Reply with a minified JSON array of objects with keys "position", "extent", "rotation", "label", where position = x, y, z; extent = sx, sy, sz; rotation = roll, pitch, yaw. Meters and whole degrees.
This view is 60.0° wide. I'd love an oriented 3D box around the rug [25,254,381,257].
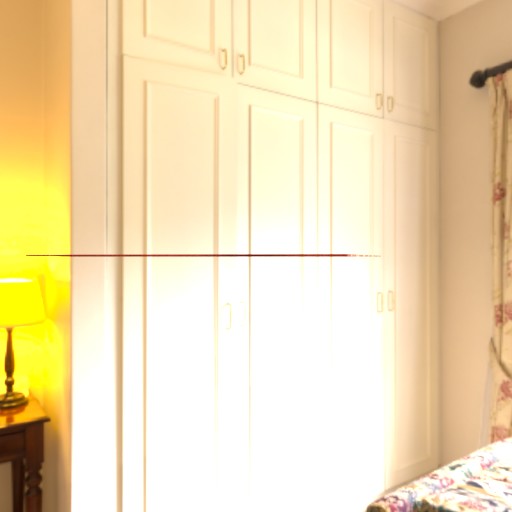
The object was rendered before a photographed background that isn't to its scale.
[{"position":[0.000,0.000,3.035],"extent":[1.535,0.010,2.431],"rotation":[0,0,19],"label":"rug"}]
